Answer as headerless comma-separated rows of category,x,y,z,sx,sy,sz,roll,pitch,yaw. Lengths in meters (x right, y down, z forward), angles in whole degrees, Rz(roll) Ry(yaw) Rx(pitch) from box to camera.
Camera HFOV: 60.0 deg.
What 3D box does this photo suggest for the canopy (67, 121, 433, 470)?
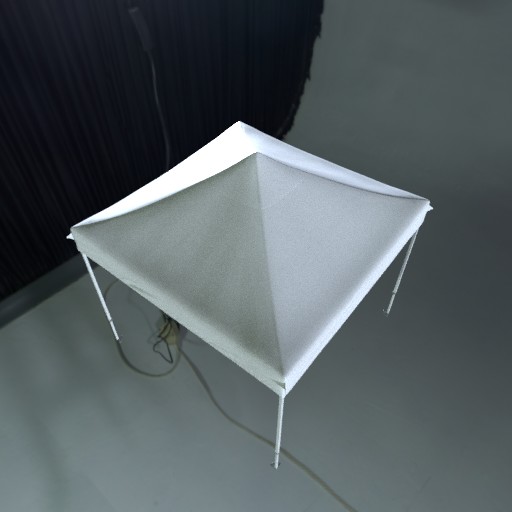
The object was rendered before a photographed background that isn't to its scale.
canopy,0.000,0.000,5.493,2.996,2.998,2.994,30,53,25
